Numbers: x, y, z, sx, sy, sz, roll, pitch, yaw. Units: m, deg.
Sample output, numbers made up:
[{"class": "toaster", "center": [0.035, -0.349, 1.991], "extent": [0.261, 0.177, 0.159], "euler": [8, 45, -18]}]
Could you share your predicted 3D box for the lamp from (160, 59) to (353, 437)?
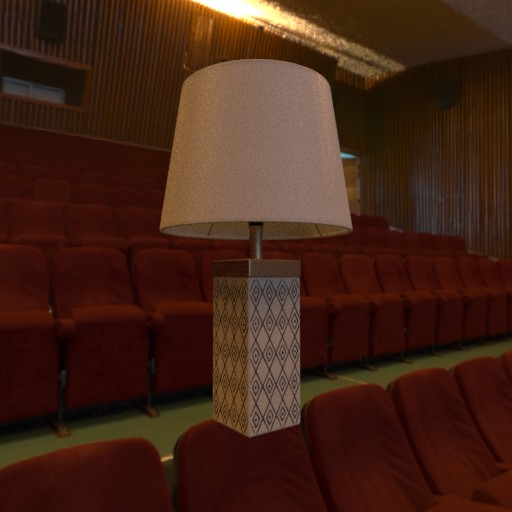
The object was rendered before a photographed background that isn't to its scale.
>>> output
[{"class": "lamp", "center": [0.000, 0.000, 0.589], "extent": [0.251, 0.435, 0.251], "euler": [0, -2, 0]}]
